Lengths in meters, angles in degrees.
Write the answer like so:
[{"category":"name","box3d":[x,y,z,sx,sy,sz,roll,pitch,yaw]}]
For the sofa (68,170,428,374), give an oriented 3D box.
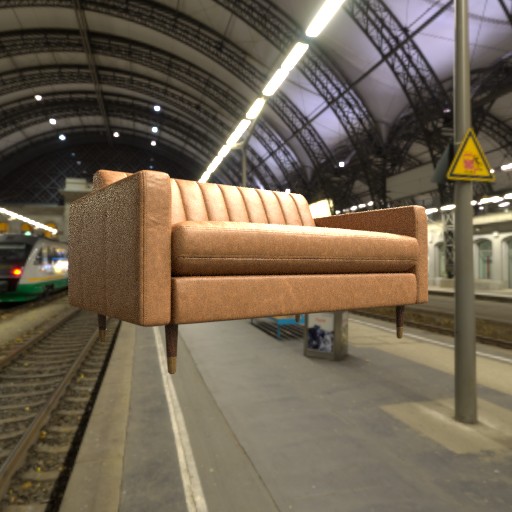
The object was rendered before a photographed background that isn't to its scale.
[{"category":"sofa","box3d":[0.000,0.000,2.162,1.549,0.820,0.960,1,-1,-36]}]
